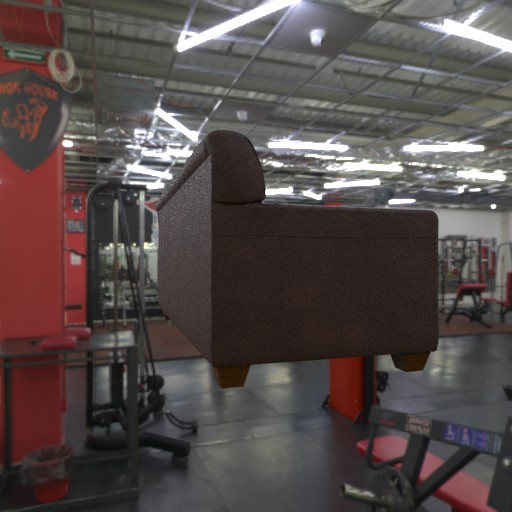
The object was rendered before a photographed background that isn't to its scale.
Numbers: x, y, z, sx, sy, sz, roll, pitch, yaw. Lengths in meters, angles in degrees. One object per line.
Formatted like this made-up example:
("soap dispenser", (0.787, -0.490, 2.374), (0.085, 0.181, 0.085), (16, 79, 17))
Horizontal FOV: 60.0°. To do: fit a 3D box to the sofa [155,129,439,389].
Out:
("sofa", (0.000, 0.000, 2.614), (1.008, 0.953, 2.039), (0, 0, -17))
